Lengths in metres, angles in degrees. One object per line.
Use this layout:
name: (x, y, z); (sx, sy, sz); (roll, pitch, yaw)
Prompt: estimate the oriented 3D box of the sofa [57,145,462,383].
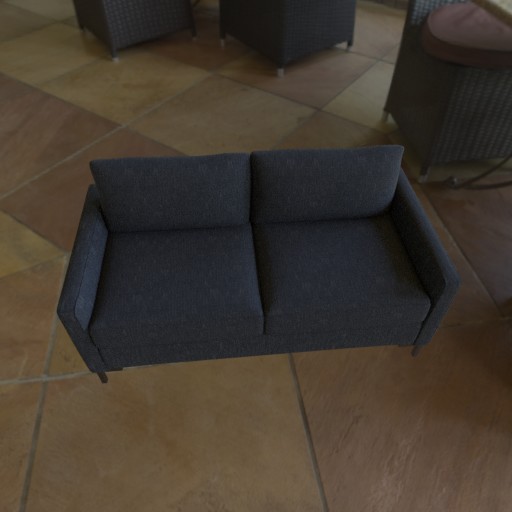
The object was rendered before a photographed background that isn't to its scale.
sofa: (0.000, 0.000, 2.238); (1.716, 0.862, 0.866); (-4, 47, -4)
